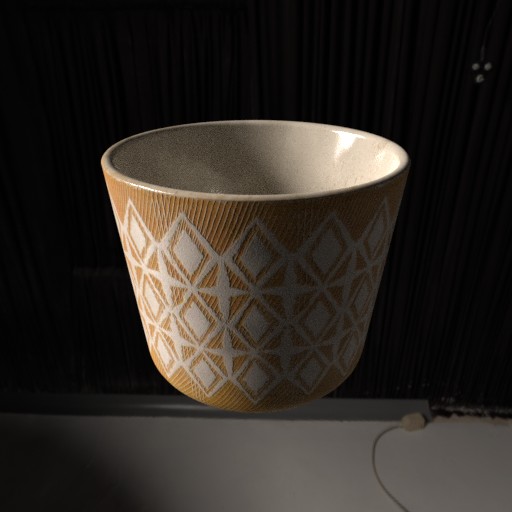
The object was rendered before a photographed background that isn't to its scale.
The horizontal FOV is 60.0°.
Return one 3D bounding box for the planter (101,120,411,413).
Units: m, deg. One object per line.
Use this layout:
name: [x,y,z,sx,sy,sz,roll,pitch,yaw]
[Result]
planter: [0.000,0.000,0.213,0.126,0.104,0.126,0,27,0]
